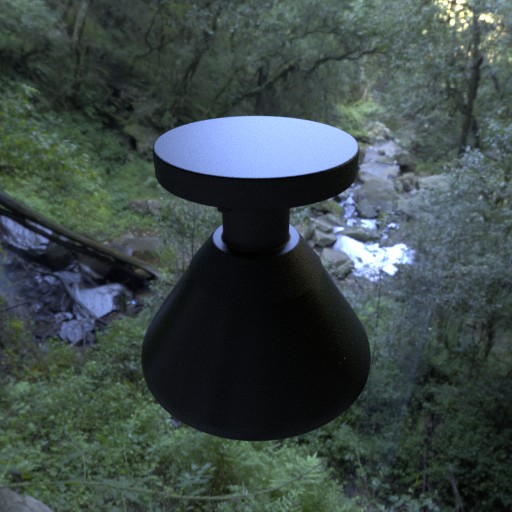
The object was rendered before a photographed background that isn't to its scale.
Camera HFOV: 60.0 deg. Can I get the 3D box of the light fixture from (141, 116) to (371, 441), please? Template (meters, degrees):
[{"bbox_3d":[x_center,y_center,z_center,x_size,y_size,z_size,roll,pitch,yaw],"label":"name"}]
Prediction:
[{"bbox_3d":[0.000,0.000,0.349,0.200,0.183,0.200,0,31,0],"label":"light fixture"}]
